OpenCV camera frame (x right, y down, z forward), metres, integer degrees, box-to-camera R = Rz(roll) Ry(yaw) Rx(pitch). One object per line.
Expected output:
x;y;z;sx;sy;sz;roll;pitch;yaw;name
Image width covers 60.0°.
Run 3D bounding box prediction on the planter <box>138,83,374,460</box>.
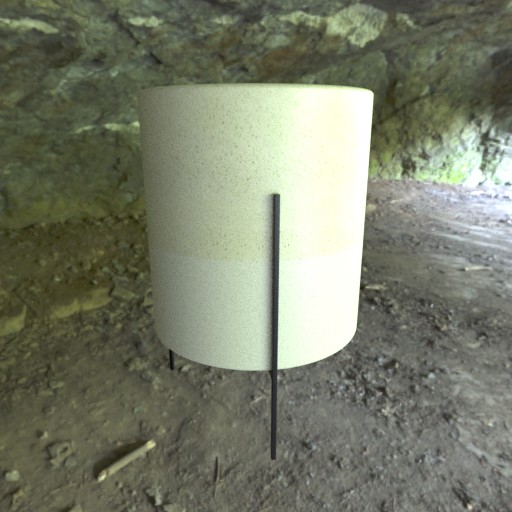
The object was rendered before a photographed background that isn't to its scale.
0.000;0.000;0.693;0.324;0.483;0.333;-3;17;-8;planter
